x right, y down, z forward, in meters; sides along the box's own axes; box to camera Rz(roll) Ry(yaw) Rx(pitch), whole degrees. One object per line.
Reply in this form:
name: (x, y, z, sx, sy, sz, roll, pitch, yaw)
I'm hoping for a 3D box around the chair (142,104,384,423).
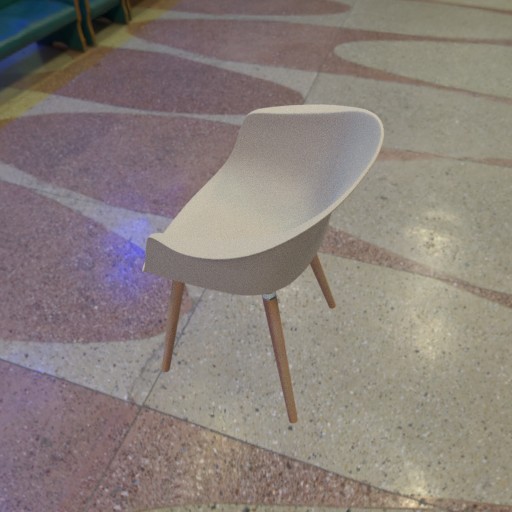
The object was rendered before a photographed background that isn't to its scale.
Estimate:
chair: (0.000, 0.000, 1.175, 0.504, 0.781, 0.593, 16, 48, 15)
